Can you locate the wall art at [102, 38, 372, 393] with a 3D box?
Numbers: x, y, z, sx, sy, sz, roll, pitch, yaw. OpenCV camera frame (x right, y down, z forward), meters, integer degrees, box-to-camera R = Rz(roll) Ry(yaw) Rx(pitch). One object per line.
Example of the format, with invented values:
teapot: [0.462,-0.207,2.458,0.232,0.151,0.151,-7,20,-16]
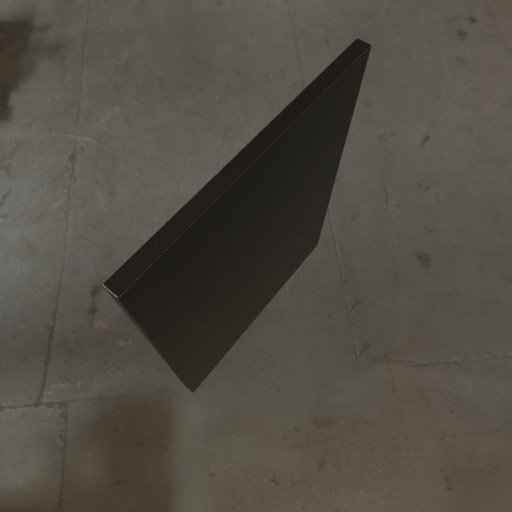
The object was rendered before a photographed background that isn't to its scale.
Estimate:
wall art: [0.000,0.000,1.598,0.053,1.194,0.950,36,69,16]
